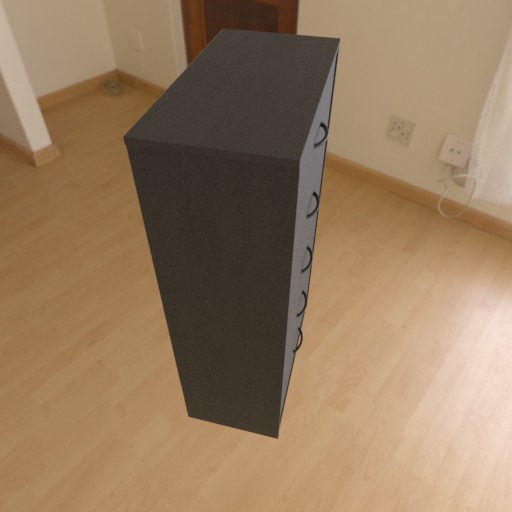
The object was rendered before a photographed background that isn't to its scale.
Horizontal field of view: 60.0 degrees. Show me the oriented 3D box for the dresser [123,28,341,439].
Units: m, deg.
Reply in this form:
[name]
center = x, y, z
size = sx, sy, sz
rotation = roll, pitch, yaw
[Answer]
[dresser]
center = 0.000, 0.000, 1.563
size = 0.399, 1.255, 0.704
rotation = 10, 45, 10
